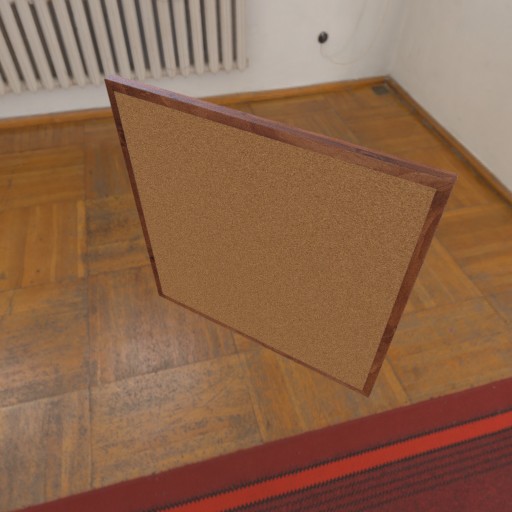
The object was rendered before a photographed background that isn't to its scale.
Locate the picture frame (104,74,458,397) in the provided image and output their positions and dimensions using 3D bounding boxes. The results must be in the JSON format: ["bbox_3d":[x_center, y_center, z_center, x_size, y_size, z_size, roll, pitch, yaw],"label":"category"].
[{"bbox_3d":[0.000,0.000,1.209,0.810,0.817,0.029,22,50,20],"label":"picture frame"}]
